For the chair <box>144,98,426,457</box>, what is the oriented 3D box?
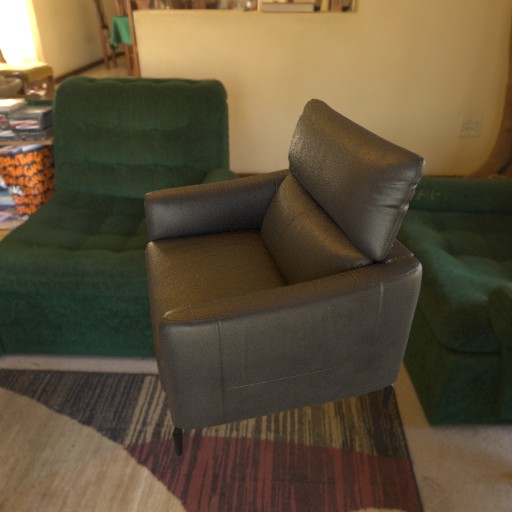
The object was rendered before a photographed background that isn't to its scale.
[{"bbox_3d":[0.000,0.000,1.652,0.809,0.949,0.976,-8,32,-13],"label":"chair"}]
